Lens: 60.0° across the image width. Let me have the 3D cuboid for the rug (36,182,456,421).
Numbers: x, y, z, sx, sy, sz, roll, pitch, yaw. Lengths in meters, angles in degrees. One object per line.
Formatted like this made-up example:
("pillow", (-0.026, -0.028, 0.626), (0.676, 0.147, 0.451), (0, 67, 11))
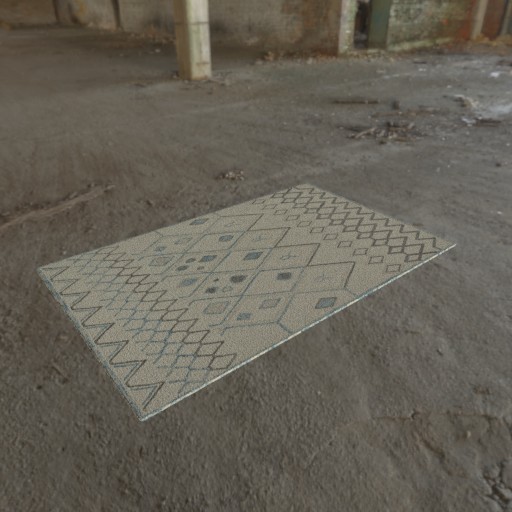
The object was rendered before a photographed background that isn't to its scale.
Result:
("rug", (0.000, 0.000, 3.006), (2.439, 0.015, 1.524), (-22, 37, -32))
